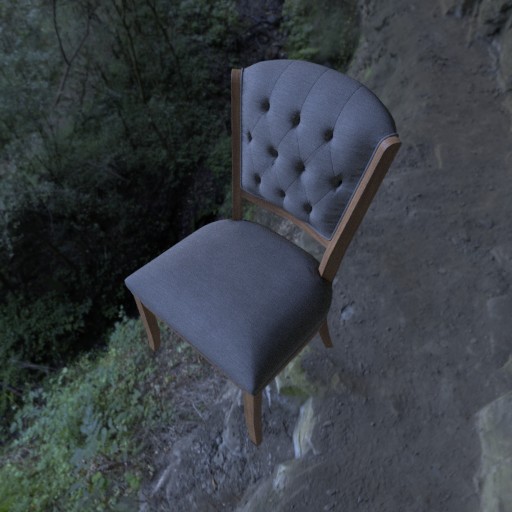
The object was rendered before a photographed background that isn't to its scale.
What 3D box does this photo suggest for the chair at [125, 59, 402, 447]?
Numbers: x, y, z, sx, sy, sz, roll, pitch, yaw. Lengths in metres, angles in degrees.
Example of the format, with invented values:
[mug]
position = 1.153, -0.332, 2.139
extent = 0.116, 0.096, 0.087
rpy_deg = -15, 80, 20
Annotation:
[chair]
position = 0.000, 0.000, 1.267
extent = 0.513, 0.905, 0.584
rpy_deg = 34, 57, 26
